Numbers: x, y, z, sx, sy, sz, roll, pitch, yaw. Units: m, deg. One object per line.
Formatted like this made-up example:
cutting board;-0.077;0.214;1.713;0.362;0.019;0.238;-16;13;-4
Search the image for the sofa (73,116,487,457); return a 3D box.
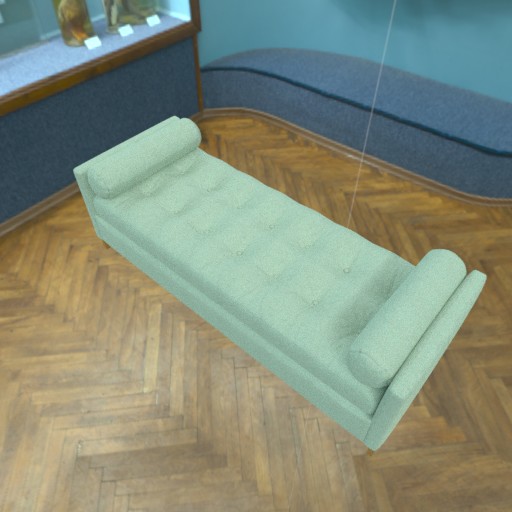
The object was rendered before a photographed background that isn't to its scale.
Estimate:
sofa;0.000;0.000;2.449;2.102;0.705;0.796;33;55;26
